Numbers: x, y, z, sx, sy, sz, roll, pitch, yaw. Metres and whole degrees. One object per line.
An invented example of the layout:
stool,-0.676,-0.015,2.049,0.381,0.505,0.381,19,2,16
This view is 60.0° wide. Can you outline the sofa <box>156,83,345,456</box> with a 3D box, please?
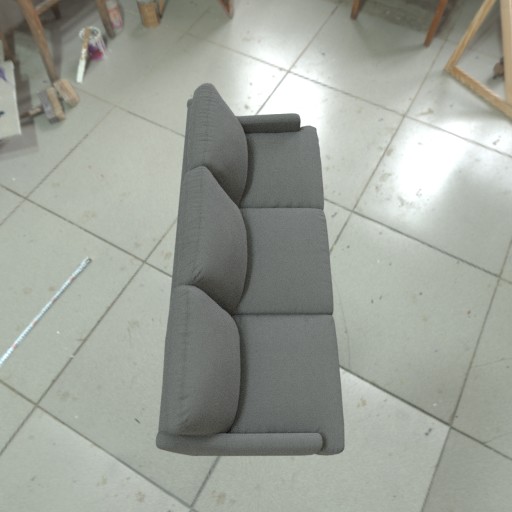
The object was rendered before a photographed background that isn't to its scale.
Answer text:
sofa,0.000,0.000,2.871,0.987,0.926,2.344,0,63,0
